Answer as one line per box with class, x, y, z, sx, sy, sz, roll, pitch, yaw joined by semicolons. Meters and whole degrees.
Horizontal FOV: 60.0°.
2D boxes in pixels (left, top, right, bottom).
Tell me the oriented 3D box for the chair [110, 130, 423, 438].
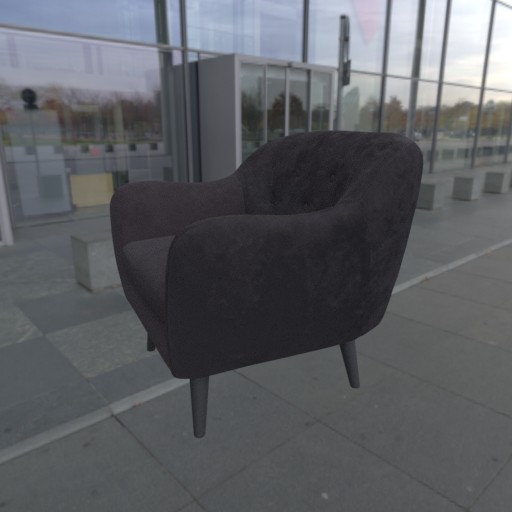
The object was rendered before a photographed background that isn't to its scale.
chair;0.000;0.000;1.483;0.819;0.807;0.840;-8;18;-25
